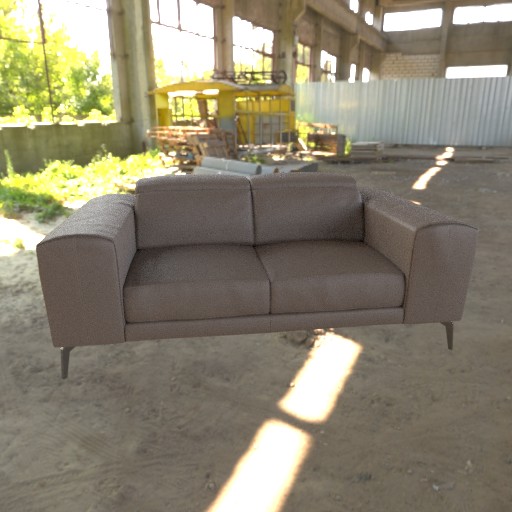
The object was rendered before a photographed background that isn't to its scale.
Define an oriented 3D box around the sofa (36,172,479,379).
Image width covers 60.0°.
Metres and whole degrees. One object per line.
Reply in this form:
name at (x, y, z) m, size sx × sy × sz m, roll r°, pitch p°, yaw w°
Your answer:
sofa at (0.000, 0.000, 2.363) m, size 1.895 × 0.779 × 1.003 m, roll -2°, pitch 18°, yaw -8°
